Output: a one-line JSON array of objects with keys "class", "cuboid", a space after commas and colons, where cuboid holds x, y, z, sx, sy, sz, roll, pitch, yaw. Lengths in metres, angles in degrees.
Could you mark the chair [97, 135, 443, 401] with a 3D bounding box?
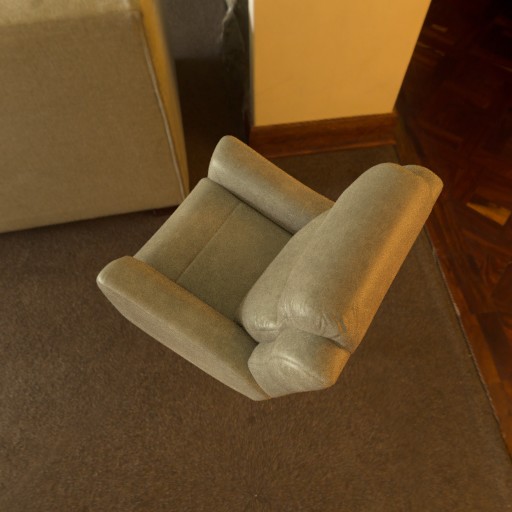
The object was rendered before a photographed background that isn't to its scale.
[{"class": "chair", "cuboid": [0.000, 0.000, 1.909, 1.068, 1.116, 0.967, 30, 66, 15]}]
